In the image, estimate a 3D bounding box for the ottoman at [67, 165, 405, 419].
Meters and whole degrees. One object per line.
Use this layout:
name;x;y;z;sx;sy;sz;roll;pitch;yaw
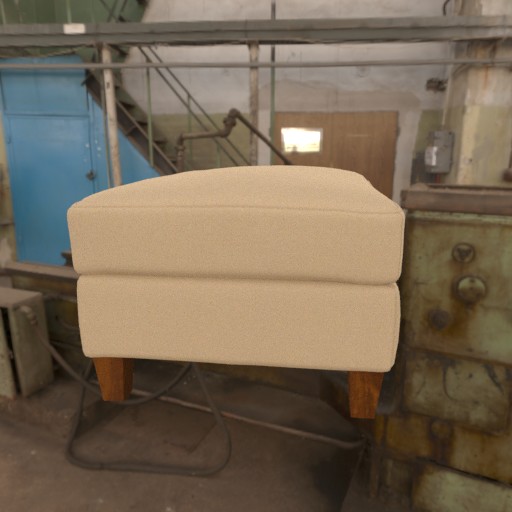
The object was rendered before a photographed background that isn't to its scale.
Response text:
ottoman;0.000;0.000;1.204;0.634;0.485;0.818;2;14;6
